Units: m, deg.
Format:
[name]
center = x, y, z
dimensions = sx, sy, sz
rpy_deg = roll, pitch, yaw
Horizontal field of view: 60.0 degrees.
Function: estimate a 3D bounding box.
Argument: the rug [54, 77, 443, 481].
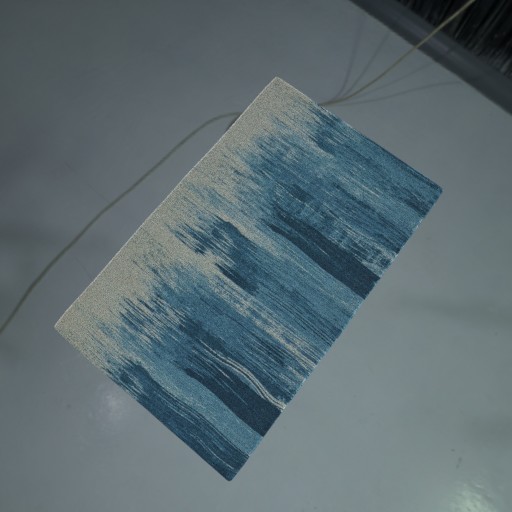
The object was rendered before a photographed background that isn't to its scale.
[rug]
center = 0.000, 0.000, 3.059
dimensions = 1.540, 0.027, 2.450
rpy_deg = 37, 79, 9
